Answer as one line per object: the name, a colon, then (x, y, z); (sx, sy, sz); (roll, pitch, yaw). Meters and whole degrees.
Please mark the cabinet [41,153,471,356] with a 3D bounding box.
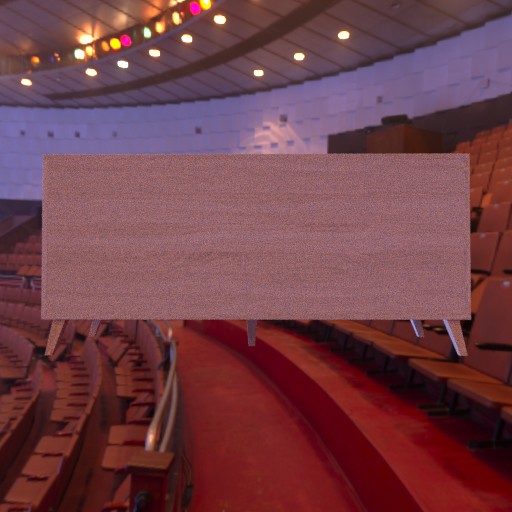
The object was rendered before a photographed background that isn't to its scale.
cabinet: (0.000, 0.000, 1.956); (1.649, 0.780, 0.500); (0, -1, 0)
